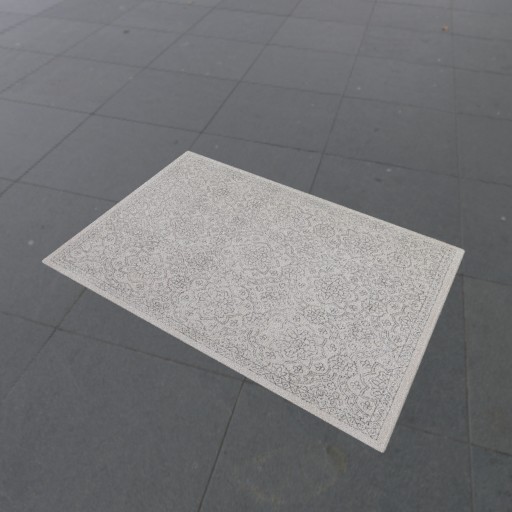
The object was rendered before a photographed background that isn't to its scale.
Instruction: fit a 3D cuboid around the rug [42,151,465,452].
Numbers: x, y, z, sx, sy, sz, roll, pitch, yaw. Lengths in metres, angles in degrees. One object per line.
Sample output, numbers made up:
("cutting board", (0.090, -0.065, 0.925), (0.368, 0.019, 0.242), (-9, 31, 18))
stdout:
("rug", (0.000, 0.000, 2.868), (2.286, 0.011, 1.524), (24, 50, 22))
